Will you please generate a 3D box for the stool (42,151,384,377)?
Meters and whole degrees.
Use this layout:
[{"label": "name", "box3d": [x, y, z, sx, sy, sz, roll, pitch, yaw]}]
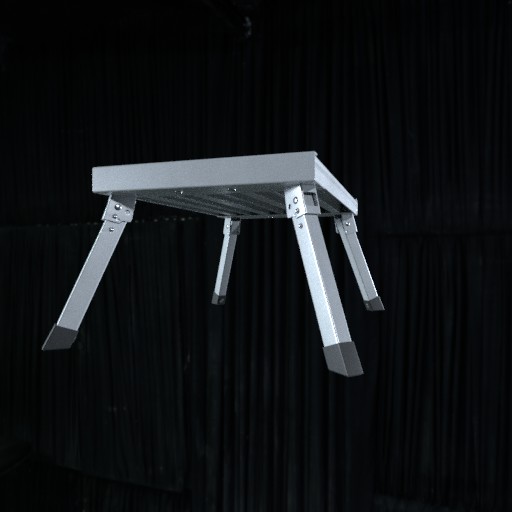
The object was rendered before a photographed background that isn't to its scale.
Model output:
[{"label": "stool", "box3d": [0.000, 0.000, 0.727, 0.385, 0.225, 0.535, 0, 0, 18]}]
